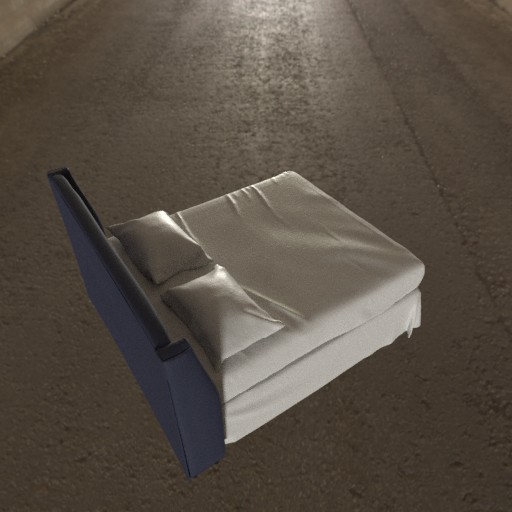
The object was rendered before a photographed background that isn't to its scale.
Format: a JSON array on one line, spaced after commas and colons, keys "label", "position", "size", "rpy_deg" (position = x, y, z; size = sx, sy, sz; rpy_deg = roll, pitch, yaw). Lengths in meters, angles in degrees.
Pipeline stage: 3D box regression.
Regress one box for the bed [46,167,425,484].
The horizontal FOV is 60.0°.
[{"label": "bed", "position": [0.000, 0.000, 3.379], "size": [2.276, 1.332, 1.925], "rpy_deg": [-24, 47, -25]}]
